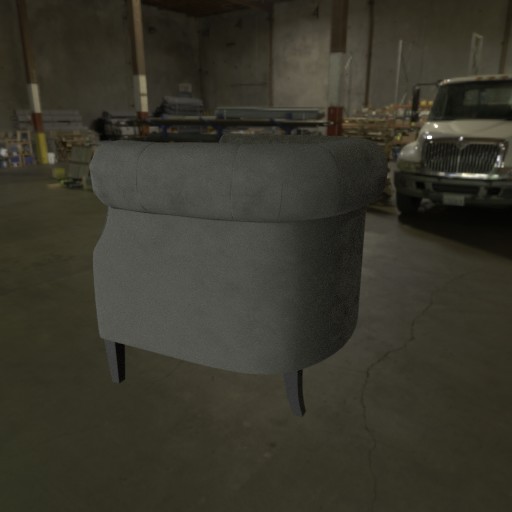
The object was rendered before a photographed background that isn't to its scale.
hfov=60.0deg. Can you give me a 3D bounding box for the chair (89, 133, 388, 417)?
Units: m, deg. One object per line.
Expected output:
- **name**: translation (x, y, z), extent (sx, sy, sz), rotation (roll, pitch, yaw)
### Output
- **chair**: translation (0.000, 0.000, 1.587), extent (0.851, 0.826, 0.904), rotation (8, 19, 24)
